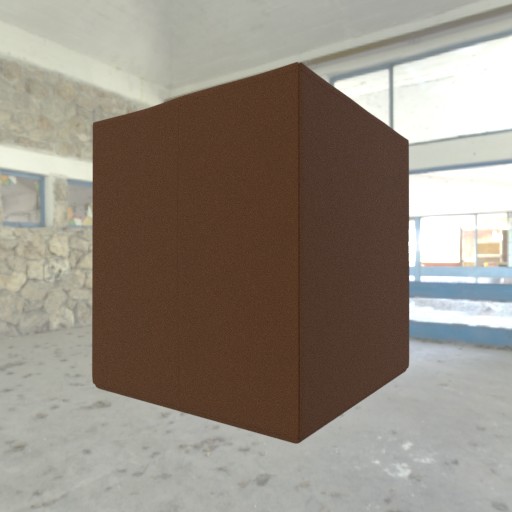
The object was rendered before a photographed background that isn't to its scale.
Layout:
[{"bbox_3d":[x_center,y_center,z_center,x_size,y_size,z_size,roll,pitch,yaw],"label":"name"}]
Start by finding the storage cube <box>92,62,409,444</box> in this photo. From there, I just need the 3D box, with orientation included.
[{"bbox_3d":[0.000,0.000,0.504,0.270,0.280,0.270,0,0,36],"label":"storage cube"}]
